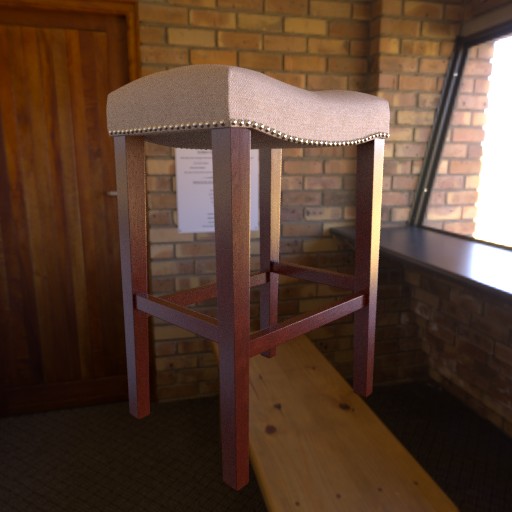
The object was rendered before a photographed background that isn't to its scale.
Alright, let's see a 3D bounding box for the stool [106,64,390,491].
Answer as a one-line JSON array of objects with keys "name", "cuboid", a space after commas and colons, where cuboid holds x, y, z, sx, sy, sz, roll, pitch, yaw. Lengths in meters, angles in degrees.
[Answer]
[{"name": "stool", "cuboid": [0.000, 0.000, 1.011, 0.372, 0.742, 0.504, 11, 16, 43]}]
